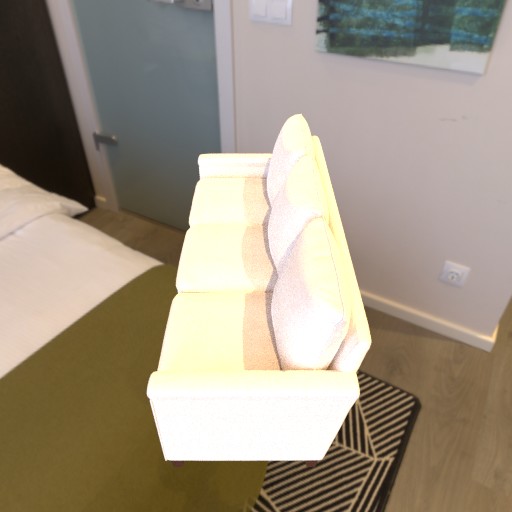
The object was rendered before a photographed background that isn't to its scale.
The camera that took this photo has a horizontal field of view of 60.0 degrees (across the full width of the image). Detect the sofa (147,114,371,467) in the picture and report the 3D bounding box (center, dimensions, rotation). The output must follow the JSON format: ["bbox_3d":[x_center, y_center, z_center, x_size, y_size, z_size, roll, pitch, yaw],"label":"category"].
[{"bbox_3d":[0.000,0.000,2.422,0.828,0.961,1.925,0,39,0],"label":"sofa"}]
